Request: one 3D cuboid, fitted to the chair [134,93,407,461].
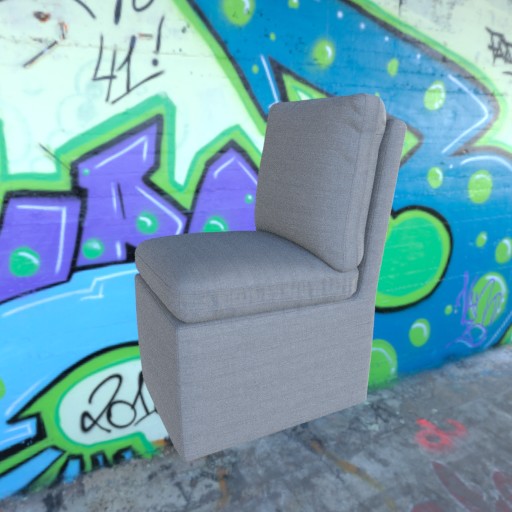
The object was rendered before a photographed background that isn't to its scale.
[{"bbox_3d":[0.000,0.000,1.363,0.698,0.927,0.503,-8,18,-26],"label":"chair"}]
